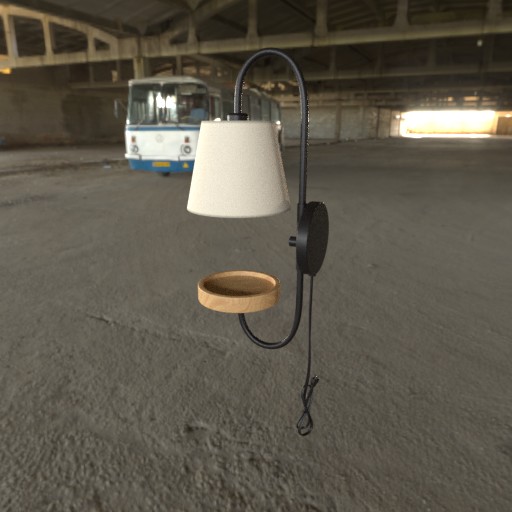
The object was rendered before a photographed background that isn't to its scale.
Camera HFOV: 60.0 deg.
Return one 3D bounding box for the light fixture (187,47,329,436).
[{"bbox_3d":[0.000,0.000,0.957,0.299,0.821,0.220,8,18,24],"label":"light fixture"}]
